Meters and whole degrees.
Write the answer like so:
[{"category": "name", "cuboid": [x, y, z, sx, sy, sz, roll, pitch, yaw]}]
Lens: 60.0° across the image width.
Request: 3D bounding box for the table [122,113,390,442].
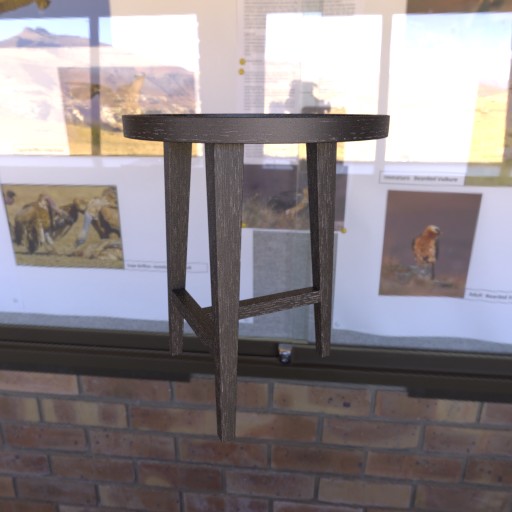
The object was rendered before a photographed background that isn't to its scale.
[{"category": "table", "cuboid": [0.000, 0.000, 0.757, 0.399, 0.460, 0.399, 0, 18, 0]}]
